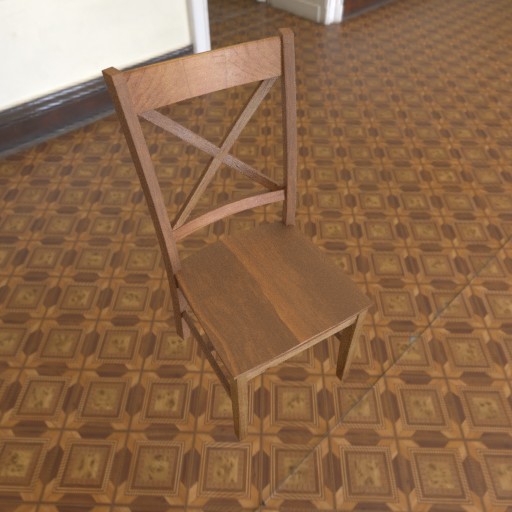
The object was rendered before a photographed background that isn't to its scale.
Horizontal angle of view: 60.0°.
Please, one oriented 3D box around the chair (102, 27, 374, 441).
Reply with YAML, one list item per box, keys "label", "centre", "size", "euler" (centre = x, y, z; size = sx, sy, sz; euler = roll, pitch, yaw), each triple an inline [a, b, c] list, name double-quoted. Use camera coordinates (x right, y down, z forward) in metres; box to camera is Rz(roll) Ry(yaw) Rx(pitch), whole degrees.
- label: "chair"
  centre: [0.000, 0.000, 1.255]
  size: [0.485, 0.983, 0.542]
  euler: [-23, 51, -20]
